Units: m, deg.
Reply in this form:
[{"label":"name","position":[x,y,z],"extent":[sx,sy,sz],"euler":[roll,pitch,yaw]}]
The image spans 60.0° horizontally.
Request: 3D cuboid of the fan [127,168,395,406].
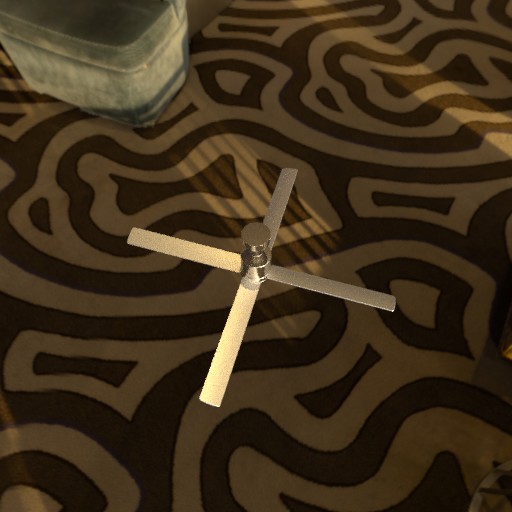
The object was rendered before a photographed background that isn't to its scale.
[{"label":"fan","position":[0.000,0.000,2.025],"extent":[1.322,0.355,1.322],"euler":[14,60,9]}]
